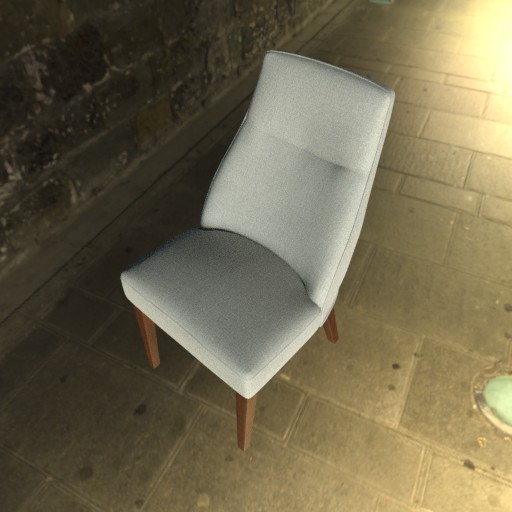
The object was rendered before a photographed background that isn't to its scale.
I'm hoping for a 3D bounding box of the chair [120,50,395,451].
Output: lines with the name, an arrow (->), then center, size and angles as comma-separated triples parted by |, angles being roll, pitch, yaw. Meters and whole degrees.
chair -> 0.000, 0.000, 1.276 | 0.500, 0.930, 0.620 | 33, 54, 27
